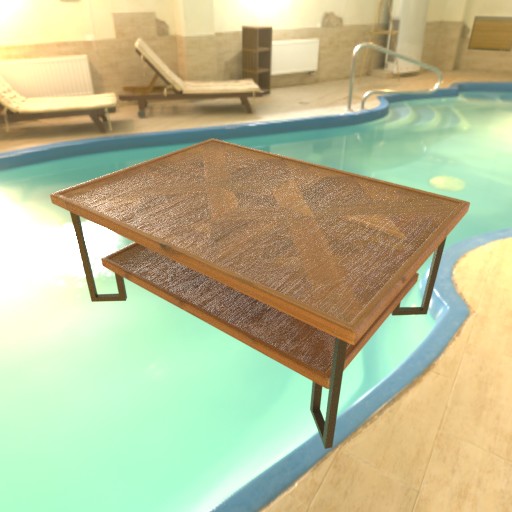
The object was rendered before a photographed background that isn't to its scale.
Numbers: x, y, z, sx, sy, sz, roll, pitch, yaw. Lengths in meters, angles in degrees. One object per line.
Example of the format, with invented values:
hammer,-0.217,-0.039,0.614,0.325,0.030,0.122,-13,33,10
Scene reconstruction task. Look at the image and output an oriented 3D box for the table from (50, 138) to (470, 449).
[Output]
table,0.000,0.000,1.721,1.238,0.492,0.877,22,38,32
